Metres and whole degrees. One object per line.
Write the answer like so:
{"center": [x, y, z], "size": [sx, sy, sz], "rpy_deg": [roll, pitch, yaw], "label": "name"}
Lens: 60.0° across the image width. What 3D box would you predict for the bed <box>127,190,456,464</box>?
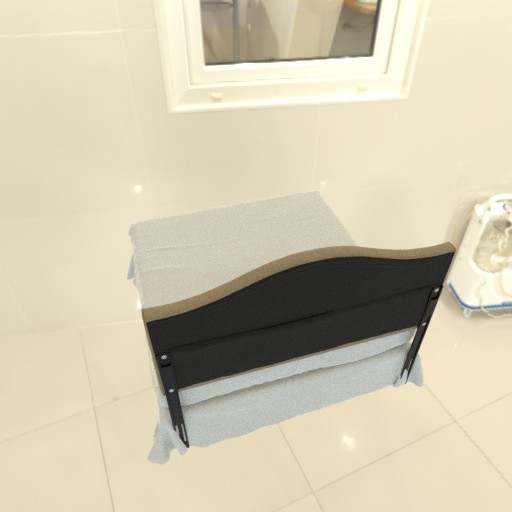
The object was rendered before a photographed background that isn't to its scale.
{"center": [0.000, 0.000, 3.730], "size": [2.311, 1.651, 2.222], "rpy_deg": [-12, 42, -13], "label": "bed"}
